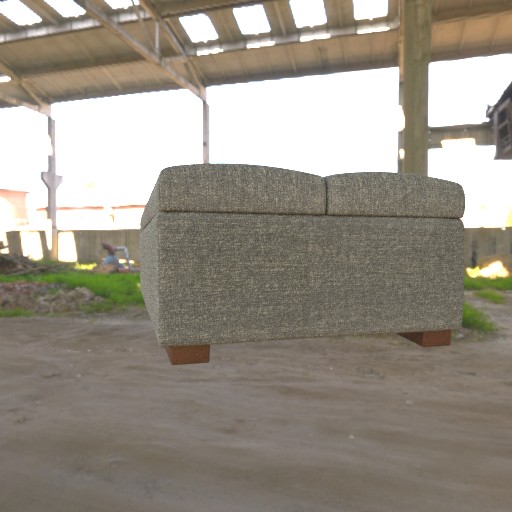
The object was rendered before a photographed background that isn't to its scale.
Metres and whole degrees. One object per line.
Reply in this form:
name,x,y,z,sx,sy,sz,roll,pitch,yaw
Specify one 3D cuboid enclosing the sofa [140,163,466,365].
sofa,0.000,0.000,1.550,0.782,0.417,1.198,0,1,-16
